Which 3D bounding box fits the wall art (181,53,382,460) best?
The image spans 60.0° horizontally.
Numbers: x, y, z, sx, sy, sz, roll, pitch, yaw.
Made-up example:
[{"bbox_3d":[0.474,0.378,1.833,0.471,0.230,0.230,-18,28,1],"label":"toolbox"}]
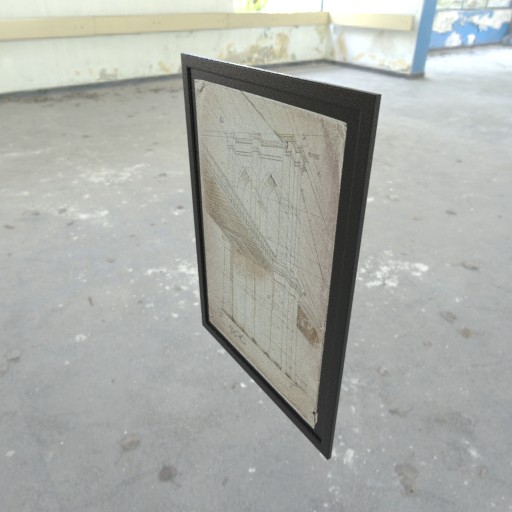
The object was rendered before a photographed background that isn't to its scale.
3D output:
[{"bbox_3d":[0.000,0.000,1.230,0.013,0.967,0.707,-20,36,-30],"label":"wall art"}]
